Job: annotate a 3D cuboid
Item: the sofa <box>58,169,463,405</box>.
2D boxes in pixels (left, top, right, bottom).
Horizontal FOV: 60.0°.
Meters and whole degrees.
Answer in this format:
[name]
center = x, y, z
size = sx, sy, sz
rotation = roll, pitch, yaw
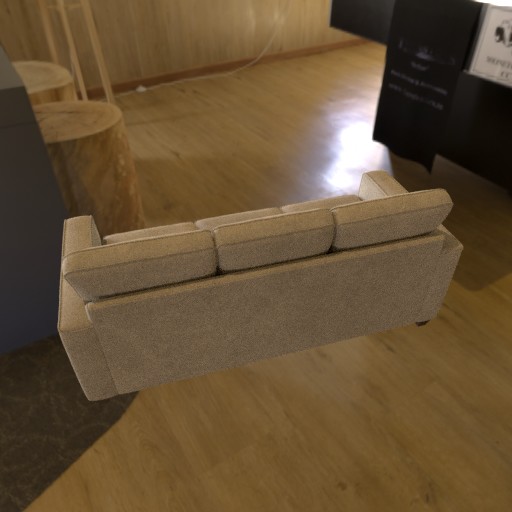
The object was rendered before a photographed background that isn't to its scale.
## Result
[sofa]
center = 0.000, 0.000, 2.640
size = 2.133, 0.965, 0.939
rotation = -11, 41, -12
